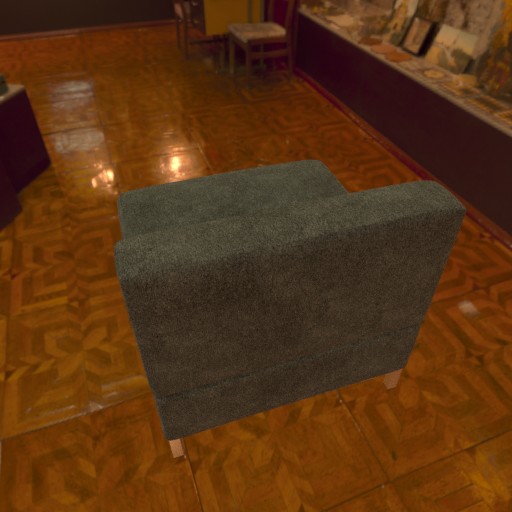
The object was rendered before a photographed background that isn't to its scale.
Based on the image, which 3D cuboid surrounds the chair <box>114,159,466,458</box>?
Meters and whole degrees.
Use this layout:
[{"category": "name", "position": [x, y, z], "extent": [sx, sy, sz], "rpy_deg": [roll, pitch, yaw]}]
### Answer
[{"category": "chair", "position": [0.000, 0.000, 1.219], "extent": [0.680, 0.660, 0.680], "rpy_deg": [-13, 43, -14]}]
